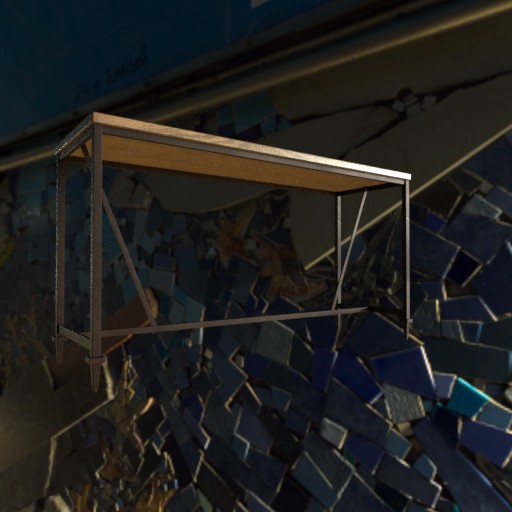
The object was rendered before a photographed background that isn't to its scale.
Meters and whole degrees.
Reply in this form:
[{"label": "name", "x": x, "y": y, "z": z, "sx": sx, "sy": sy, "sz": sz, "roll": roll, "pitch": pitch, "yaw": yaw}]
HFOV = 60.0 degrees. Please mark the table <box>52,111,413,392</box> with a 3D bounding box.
[{"label": "table", "x": 0.000, "y": 0.000, "z": 2.129, "sx": 1.700, "sy": 0.902, "sz": 0.551, "roll": 1, "pitch": -1, "yaw": -36}]
